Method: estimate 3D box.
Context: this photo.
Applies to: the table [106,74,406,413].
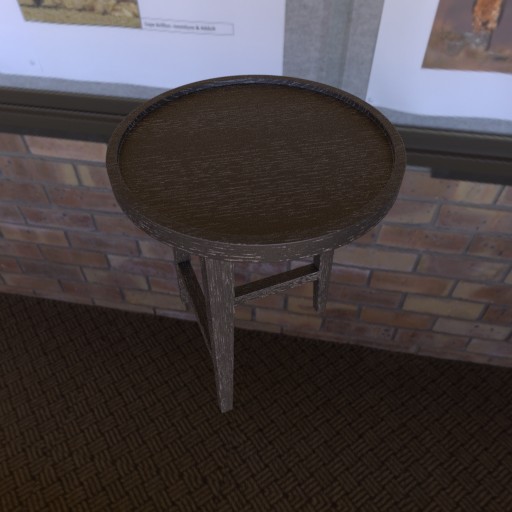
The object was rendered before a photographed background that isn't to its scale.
[{"bbox_3d":[0.000,0.000,0.770,0.399,0.460,0.399,0,47,0],"label":"table"}]
